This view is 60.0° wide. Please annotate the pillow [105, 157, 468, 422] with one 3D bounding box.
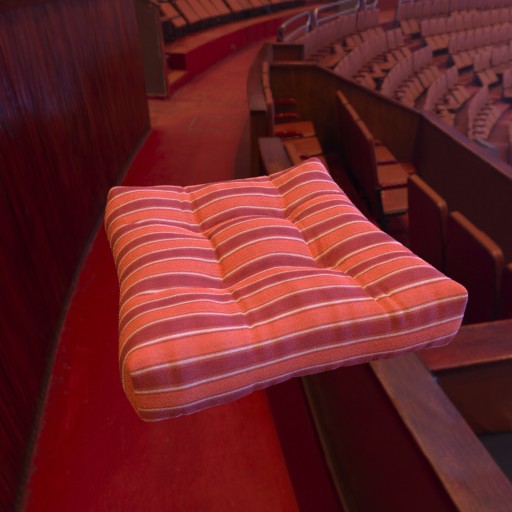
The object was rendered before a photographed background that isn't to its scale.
[{"bbox_3d":[0.000,0.000,0.738,0.468,0.133,0.490,-10,35,-15],"label":"pillow"}]
